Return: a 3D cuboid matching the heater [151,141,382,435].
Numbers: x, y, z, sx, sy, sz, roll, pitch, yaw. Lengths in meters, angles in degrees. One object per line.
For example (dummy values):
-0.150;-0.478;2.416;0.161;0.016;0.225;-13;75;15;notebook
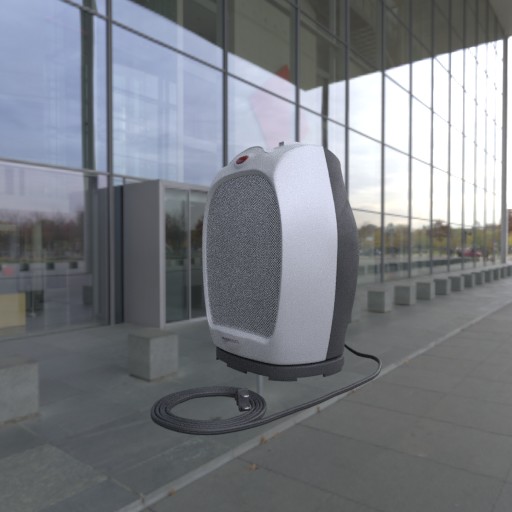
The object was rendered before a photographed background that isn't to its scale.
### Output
0.000;0.000;0.477;0.291;0.255;0.239;-1;1;-36;heater
